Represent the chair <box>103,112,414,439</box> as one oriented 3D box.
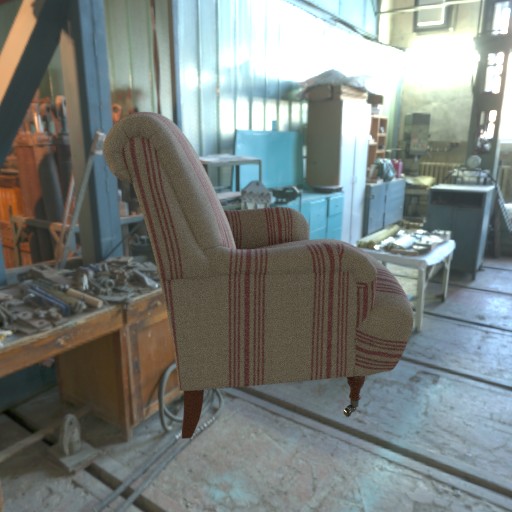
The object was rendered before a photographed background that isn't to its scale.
[{"bbox_3d":[0.000,0.000,1.846,1.058,1.123,0.933,-3,15,-9],"label":"chair"}]
